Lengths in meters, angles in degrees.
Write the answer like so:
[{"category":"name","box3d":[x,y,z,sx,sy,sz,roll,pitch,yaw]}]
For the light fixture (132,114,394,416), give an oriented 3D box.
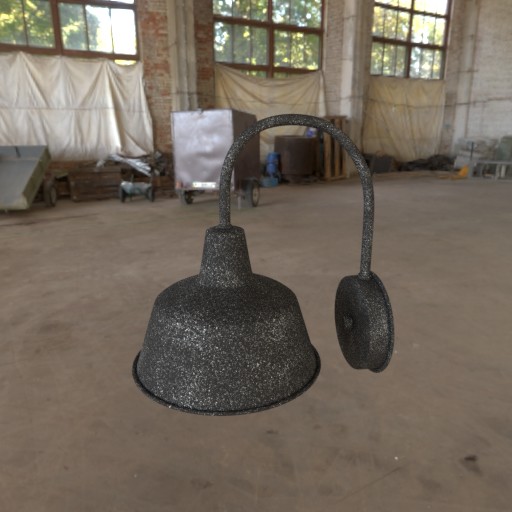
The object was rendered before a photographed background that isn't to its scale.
[{"category":"light fixture","box3d":[0.000,0.000,0.490,0.283,0.300,0.216,-3,16,-10]}]
